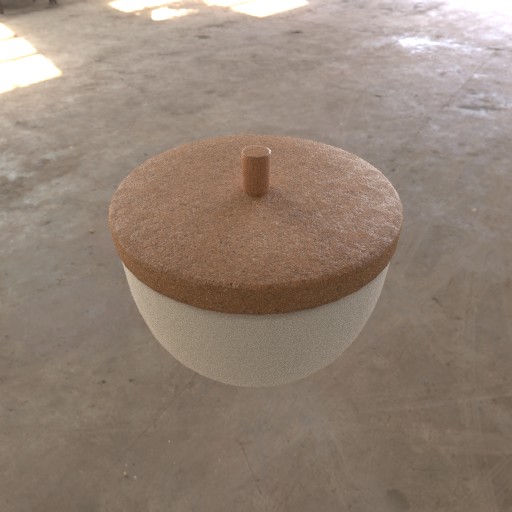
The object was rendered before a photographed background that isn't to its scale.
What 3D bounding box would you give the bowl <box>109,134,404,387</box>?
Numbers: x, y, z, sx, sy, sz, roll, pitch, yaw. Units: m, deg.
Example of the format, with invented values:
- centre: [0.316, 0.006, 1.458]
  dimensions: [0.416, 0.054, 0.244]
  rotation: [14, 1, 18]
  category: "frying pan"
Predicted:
- centre: [0.000, 0.000, 0.217]
  dimensions: [0.126, 0.110, 0.126]
  rotation: [0, 39, 0]
  category: "bowl"
